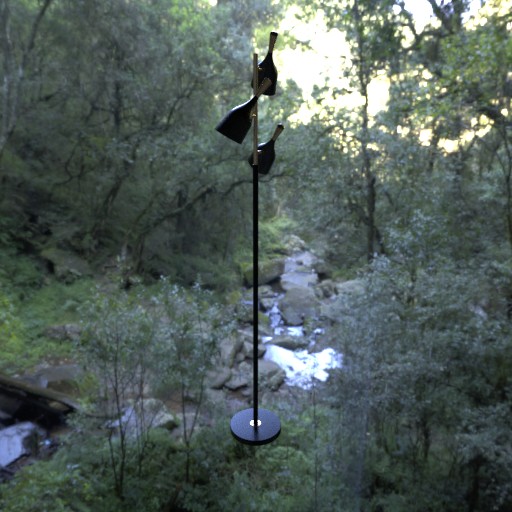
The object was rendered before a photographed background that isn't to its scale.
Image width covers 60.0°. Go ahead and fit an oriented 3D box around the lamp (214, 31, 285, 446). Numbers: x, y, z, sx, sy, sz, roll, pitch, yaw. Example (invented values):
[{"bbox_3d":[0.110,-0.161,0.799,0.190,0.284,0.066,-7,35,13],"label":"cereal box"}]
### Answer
[{"bbox_3d":[0.000,0.000,1.939,0.253,1.778,0.434,8,18,25],"label":"lamp"}]
